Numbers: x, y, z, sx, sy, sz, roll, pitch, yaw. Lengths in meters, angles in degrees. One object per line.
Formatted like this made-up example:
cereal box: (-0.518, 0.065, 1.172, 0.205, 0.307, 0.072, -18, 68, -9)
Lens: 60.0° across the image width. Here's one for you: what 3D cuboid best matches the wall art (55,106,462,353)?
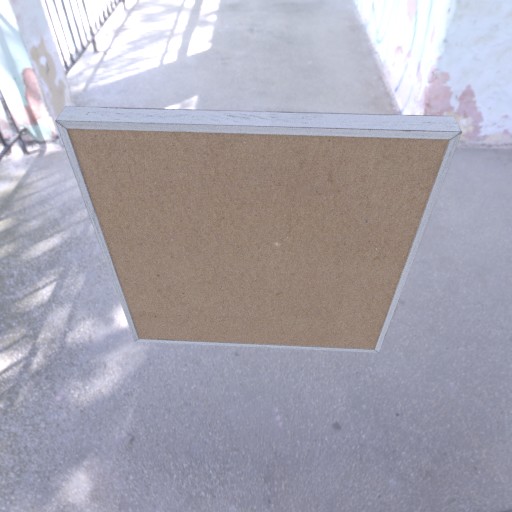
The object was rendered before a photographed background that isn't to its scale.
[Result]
wall art: (0.000, 0.000, 0.749, 0.508, 0.508, 0.038, 2, 46, 2)
